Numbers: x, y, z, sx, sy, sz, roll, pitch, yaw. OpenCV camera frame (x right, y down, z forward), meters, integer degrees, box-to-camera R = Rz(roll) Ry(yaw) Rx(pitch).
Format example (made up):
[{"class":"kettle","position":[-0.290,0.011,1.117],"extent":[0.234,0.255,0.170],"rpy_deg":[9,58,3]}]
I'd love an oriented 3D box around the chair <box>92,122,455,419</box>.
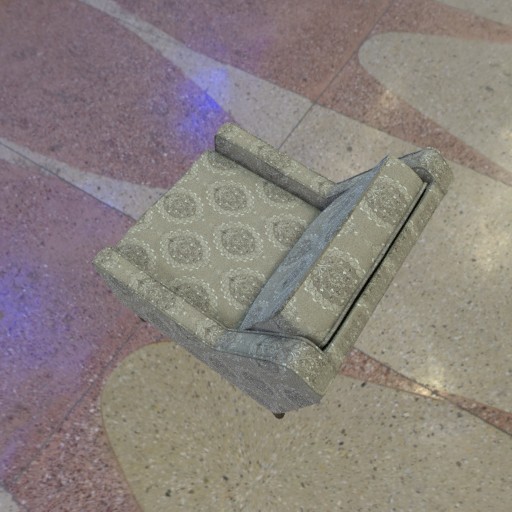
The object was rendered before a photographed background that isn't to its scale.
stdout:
[{"class":"chair","position":[0.000,0.000,1.352],"extent":[0.750,0.797,0.665],"rpy_deg":[32,67,15]}]
